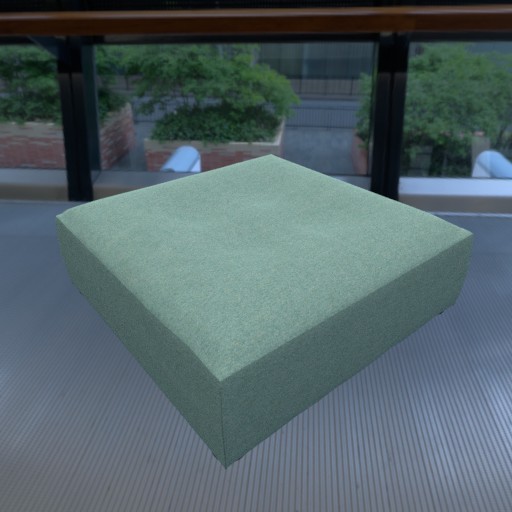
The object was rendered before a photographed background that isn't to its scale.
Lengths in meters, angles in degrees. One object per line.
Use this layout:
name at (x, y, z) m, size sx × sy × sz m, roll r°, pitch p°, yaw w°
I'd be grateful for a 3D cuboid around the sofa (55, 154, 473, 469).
sofa at (0.000, 0.000, 1.419) m, size 0.930 × 0.330 × 0.930 m, roll -23°, pitch 38°, yaw -33°
